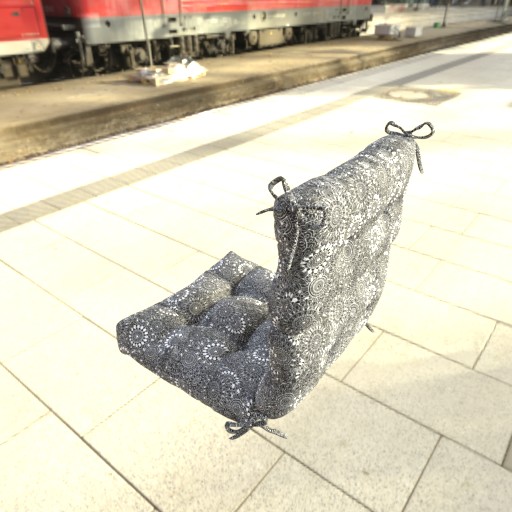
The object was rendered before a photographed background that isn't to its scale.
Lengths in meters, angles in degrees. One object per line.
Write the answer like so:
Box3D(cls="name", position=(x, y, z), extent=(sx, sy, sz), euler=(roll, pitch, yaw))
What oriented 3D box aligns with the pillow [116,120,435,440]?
Box3D(cls="pillow", position=(0.000, 0.000, 1.028), extent=(0.571, 0.605, 0.519), euler=(21, 37, 31))
